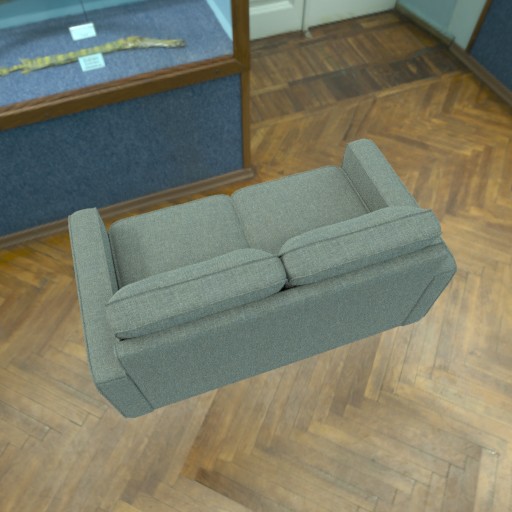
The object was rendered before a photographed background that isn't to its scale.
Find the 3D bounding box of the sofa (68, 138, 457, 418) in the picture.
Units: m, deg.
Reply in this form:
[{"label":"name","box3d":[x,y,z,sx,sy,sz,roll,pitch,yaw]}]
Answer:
[{"label":"sofa","box3d":[0.000,0.000,2.249,1.706,0.915,0.945,-16,58,-10]}]
